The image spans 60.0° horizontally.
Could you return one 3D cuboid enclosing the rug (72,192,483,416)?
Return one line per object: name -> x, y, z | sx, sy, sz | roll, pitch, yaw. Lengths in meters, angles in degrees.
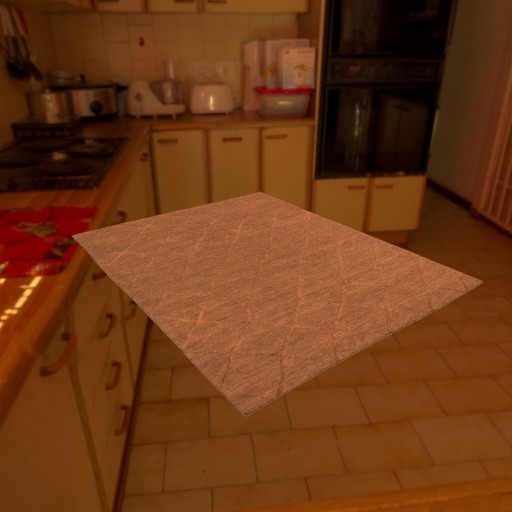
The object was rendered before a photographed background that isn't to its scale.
rug -> 0.000, 0.000, 4.073 | 2.438, 0.013, 3.048 | -18, 31, -33
